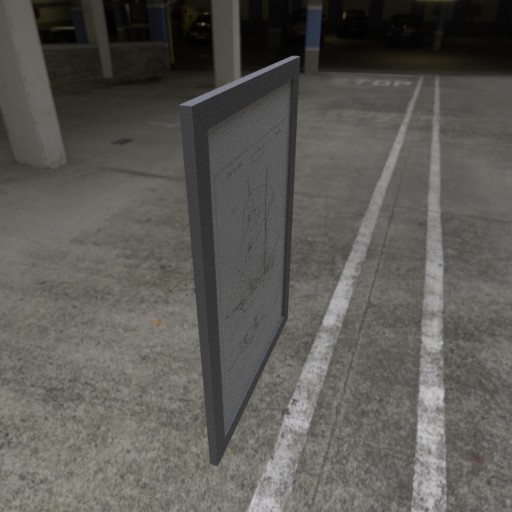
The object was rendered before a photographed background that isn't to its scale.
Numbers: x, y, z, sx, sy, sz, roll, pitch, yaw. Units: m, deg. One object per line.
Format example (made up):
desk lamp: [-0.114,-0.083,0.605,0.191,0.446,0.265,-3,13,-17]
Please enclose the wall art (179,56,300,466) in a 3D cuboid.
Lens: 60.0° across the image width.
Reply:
wall art: [0.000,0.000,0.694,0.013,0.534,0.380,11,32,17]
